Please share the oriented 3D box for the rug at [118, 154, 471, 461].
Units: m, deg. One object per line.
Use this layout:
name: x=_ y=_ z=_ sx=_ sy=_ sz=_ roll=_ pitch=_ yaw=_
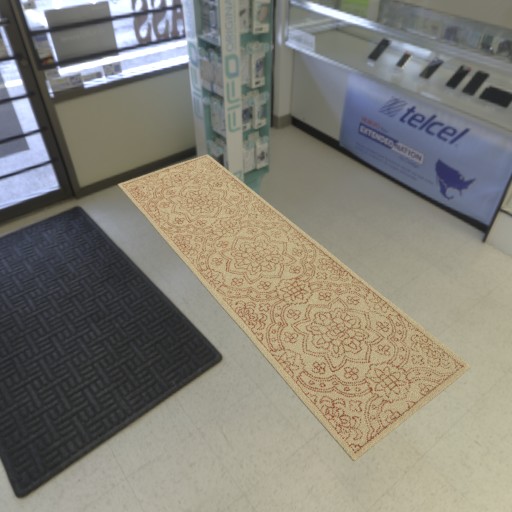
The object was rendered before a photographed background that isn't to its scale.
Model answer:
rug: x=0.000 y=0.000 z=2.666 sx=0.769 sy=0.012 sz=2.448 roll=-25 pitch=48 yaw=-25
